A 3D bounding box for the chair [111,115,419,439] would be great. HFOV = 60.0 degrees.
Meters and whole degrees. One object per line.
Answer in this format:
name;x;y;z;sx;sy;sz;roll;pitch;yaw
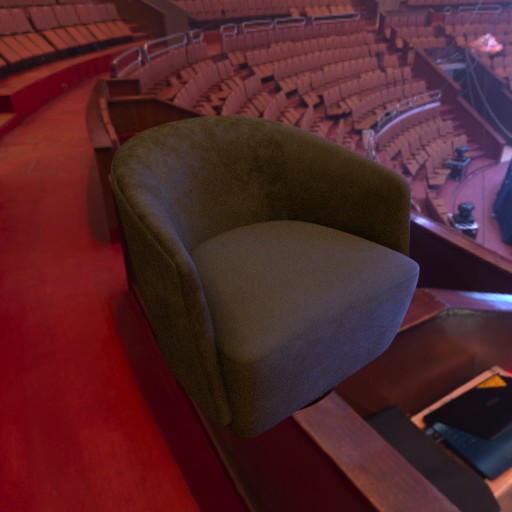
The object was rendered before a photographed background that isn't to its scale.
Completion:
chair;0.000;0.000;1.350;0.773;0.698;0.767;-21;36;-32
